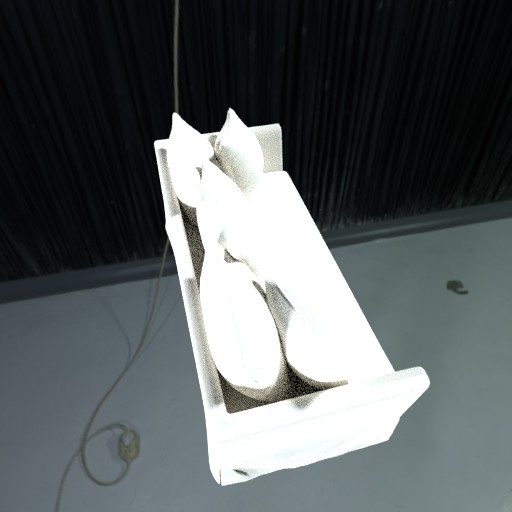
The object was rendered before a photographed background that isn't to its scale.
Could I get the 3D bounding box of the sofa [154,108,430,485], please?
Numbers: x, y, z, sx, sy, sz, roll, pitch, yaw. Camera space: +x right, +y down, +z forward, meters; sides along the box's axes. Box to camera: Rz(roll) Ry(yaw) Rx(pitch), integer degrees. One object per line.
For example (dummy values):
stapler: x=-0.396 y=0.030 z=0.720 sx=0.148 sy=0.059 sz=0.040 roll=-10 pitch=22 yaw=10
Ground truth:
sofa: x=0.000 y=0.000 z=2.760 sx=1.031 sy=1.034 sz=2.290 roll=-11 pitch=47 yaw=-10
